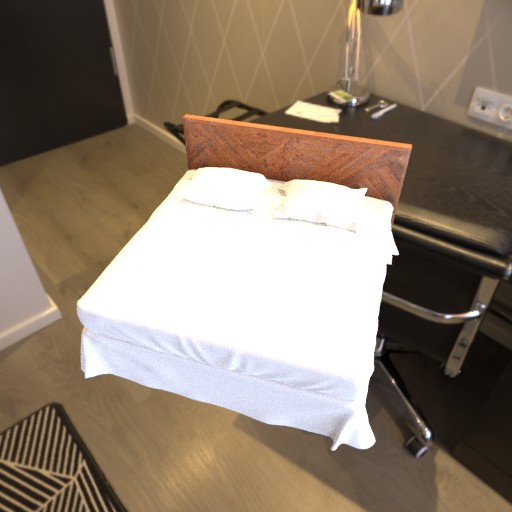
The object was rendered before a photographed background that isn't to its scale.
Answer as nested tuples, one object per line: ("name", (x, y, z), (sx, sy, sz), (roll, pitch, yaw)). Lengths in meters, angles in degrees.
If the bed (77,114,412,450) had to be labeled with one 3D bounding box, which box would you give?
("bed", (0.000, 0.000, 3.452), (2.255, 1.158, 2.165), (12, 42, 13))
